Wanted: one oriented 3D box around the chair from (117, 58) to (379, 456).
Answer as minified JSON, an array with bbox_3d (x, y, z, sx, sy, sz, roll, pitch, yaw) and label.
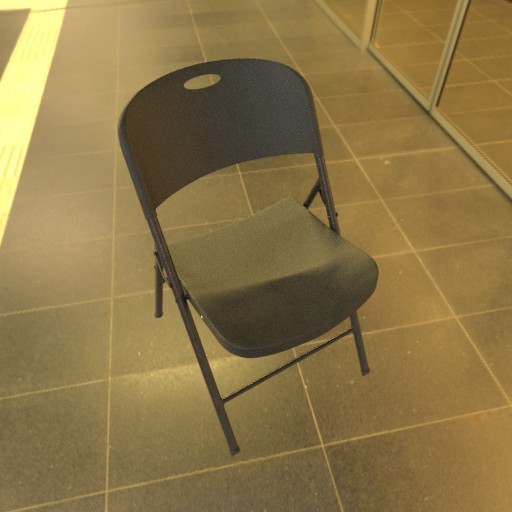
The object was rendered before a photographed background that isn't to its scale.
[{"bbox_3d":[0.000,0.000,1.161,0.494,0.810,0.566,-23,50,-21],"label":"chair"}]
